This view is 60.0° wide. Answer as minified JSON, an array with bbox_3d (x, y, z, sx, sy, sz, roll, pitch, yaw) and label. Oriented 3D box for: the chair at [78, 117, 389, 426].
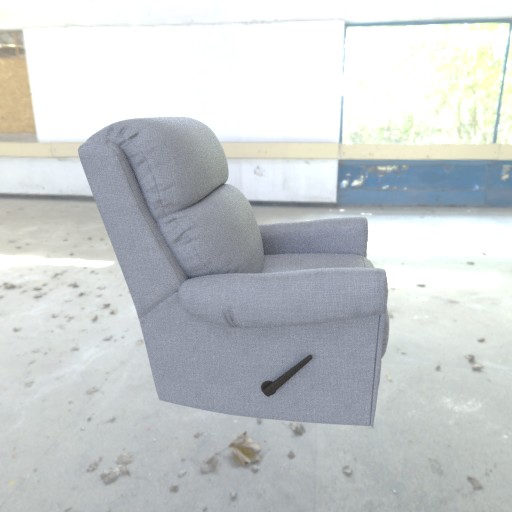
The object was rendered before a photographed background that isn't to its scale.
[{"bbox_3d":[0.000,0.000,1.761,1.014,1.054,0.838,3,18,8],"label":"chair"}]
